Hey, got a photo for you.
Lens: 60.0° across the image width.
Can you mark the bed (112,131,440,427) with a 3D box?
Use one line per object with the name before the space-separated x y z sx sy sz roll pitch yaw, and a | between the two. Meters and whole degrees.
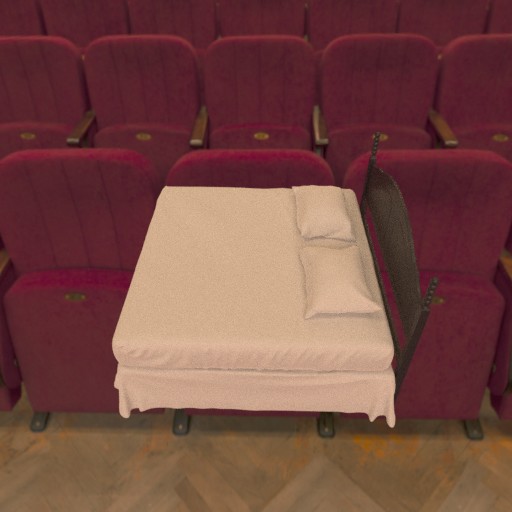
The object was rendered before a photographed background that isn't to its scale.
bed | 0.000 0.000 3.735 2.219 1.355 2.322 1 42 1
